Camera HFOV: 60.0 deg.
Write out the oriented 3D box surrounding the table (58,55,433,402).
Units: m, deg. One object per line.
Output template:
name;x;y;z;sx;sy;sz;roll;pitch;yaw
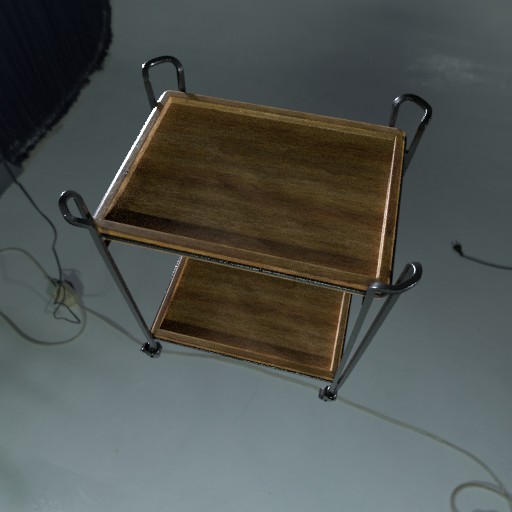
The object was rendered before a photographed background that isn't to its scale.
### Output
table;0.000;0.000;1.210;0.672;0.785;0.505;12;58;8
